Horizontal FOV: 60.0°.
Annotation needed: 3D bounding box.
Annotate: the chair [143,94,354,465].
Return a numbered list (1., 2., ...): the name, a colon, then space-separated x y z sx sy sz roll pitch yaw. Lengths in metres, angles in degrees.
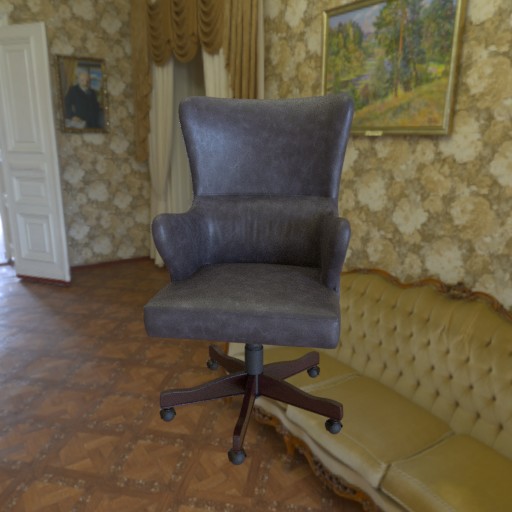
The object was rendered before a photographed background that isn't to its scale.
1. chair: 0.000 0.000 1.435 0.594 1.037 0.717 2 14 8
